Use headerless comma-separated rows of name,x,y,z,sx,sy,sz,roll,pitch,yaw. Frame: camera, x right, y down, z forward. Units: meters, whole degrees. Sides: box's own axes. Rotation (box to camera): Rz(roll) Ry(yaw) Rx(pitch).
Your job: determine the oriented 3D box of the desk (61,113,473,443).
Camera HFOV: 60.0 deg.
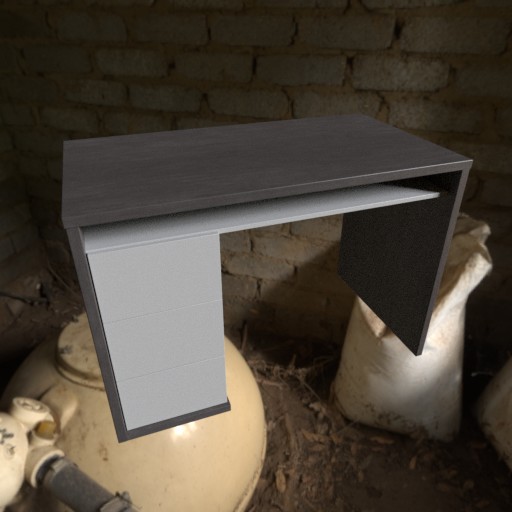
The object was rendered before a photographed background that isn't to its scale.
desk,0.000,0.000,1.535,1.100,0.750,0.600,-11,33,-17
